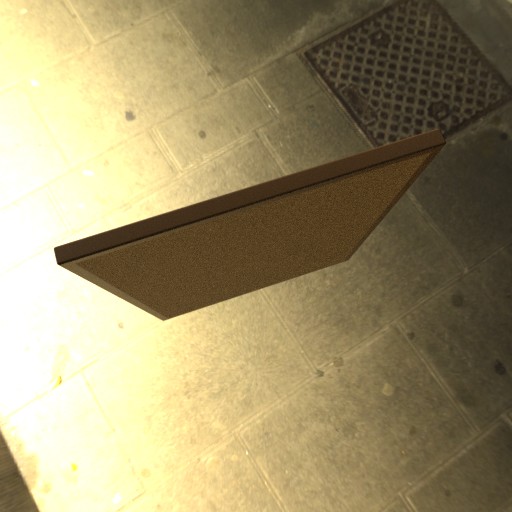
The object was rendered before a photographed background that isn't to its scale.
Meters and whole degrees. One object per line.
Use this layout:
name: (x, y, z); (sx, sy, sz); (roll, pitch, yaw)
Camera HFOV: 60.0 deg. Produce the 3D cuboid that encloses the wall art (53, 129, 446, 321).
wall art: (0.000, 0.000, 0.752); (0.449, 0.550, 0.021); (-18, 76, -5)
